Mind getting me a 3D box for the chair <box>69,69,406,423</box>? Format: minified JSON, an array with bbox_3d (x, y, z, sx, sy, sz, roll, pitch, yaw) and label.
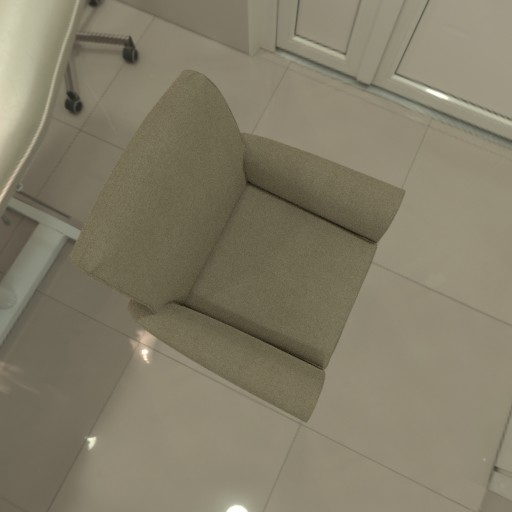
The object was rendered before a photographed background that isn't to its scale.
[{"bbox_3d":[0.000,0.000,1.787,0.905,1.061,0.978,25,76,6],"label":"chair"}]
